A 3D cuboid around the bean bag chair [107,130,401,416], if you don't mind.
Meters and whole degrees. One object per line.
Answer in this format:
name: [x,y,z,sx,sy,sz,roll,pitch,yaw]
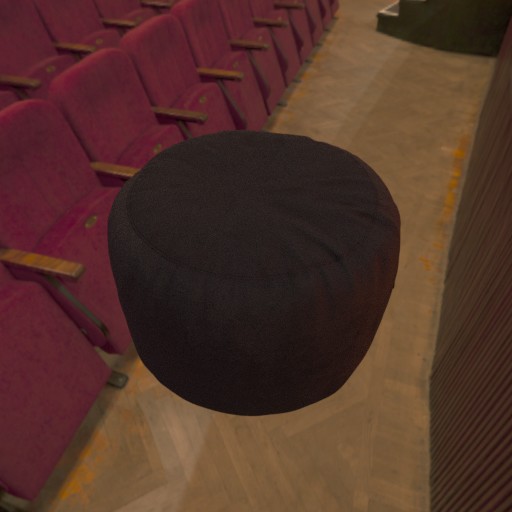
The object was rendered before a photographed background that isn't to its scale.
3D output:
bean bag chair: [0.000,0.000,1.977,1.219,0.762,1.219,0,42,0]
